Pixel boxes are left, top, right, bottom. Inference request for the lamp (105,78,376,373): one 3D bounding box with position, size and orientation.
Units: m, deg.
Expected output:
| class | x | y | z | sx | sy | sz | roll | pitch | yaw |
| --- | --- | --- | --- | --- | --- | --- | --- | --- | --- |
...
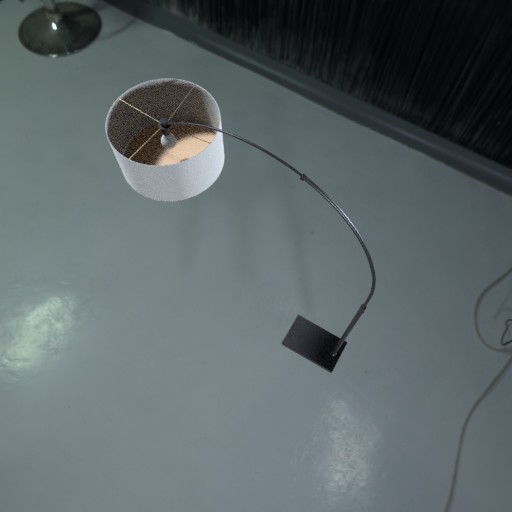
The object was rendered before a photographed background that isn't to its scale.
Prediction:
| class | x | y | z | sx | sy | sz | roll | pitch | yaw |
| --- | --- | --- | --- | --- | --- | --- | --- | --- | --- |
| lamp | 0.000 | 0.000 | 2.555 | 1.424 | 1.927 | 0.493 | 28 | 67 | 13 |
